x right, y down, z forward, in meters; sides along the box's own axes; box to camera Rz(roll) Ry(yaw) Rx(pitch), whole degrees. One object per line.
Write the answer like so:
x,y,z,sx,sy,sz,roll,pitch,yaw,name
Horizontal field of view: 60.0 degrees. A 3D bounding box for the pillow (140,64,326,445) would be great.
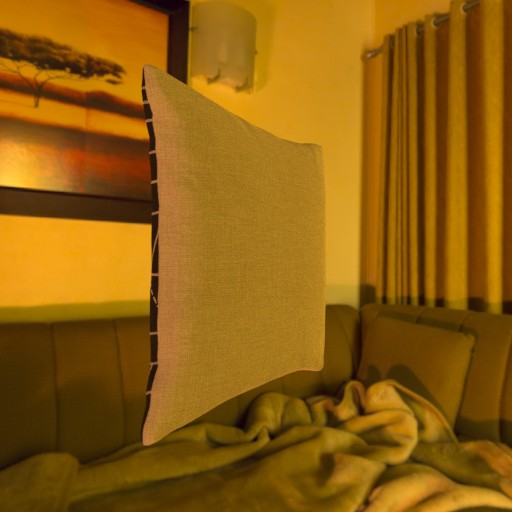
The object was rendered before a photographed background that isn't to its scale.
0.000,0.000,0.794,0.158,0.508,0.517,-1,-1,34,pillow
